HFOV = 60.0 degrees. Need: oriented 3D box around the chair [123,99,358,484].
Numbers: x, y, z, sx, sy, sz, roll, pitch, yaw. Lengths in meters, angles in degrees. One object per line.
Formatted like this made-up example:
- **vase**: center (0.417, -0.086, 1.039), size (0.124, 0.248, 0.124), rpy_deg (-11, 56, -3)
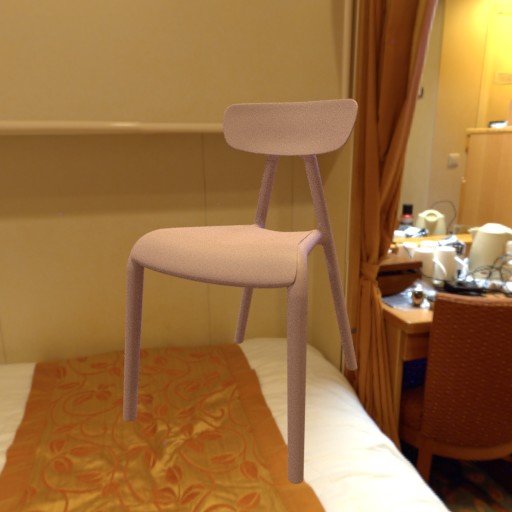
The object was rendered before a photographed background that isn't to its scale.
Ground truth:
- **chair**: center (0.000, 0.000, 0.841), size (0.356, 0.580, 0.401), rpy_deg (7, 16, 27)
